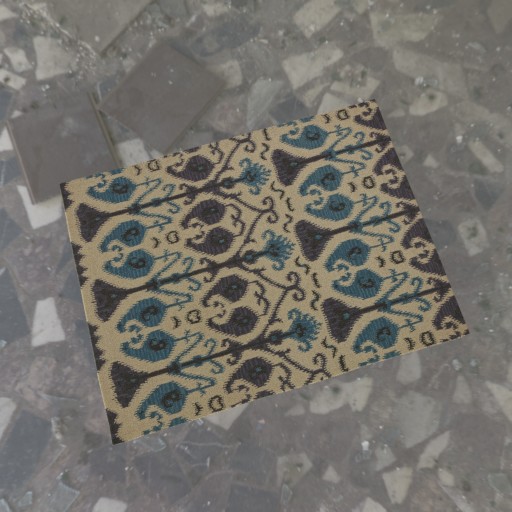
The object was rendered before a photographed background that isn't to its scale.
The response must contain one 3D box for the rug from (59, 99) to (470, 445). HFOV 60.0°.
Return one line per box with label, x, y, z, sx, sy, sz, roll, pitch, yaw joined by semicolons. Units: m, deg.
rug;0.000;0.000;4.076;3.228;0.024;2.443;-16;77;-4
